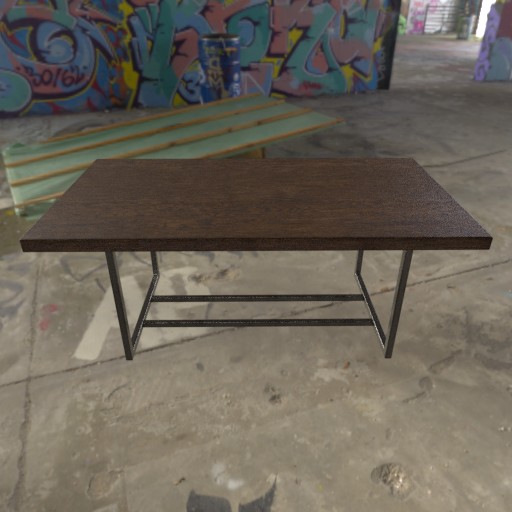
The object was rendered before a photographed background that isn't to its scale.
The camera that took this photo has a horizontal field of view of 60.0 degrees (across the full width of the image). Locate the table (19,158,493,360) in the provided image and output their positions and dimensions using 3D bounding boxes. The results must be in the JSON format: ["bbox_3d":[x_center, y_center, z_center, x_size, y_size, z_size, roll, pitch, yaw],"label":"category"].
[{"bbox_3d":[0.000,0.000,2.520,1.989,0.795,1.078,0,30,-1],"label":"table"}]
